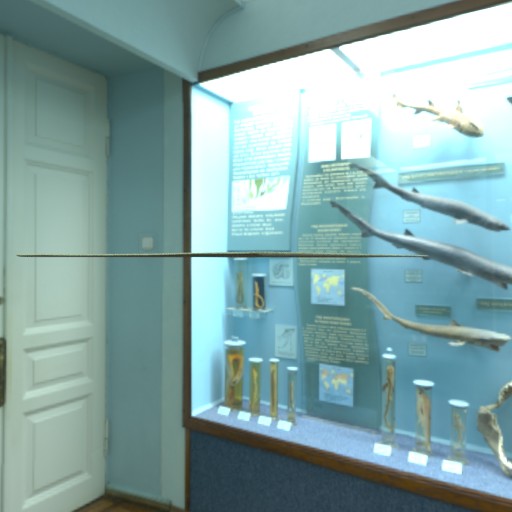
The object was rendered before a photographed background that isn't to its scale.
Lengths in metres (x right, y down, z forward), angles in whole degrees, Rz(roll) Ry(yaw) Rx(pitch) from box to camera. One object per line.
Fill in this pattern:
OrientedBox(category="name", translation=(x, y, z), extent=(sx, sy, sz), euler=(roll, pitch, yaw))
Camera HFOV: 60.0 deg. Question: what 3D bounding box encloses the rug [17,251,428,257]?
OrientedBox(category="rug", translation=(0.000, 0.000, 2.885), extent=(1.606, 0.017, 2.270), euler=(0, 0, 35))
